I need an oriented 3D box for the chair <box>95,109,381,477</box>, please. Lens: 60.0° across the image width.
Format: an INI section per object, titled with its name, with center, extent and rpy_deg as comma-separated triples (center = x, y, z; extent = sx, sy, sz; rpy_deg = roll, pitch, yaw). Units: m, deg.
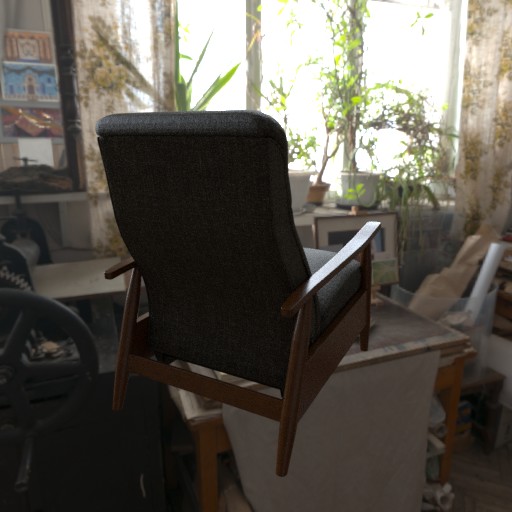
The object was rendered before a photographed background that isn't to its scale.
[chair]
center = 0.000, 0.000, 1.801
extent = 0.762, 1.082, 1.014
rpy_deg = 8, 17, 28
